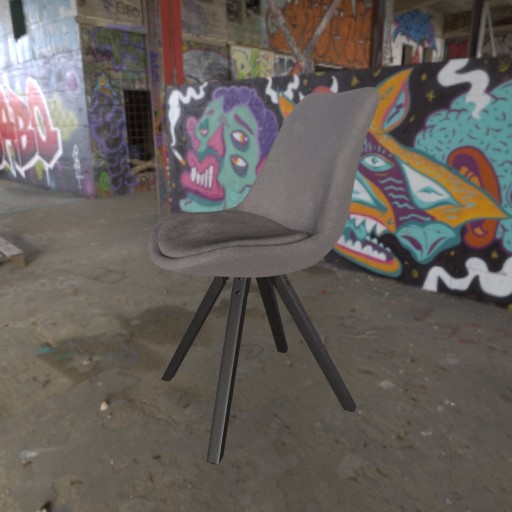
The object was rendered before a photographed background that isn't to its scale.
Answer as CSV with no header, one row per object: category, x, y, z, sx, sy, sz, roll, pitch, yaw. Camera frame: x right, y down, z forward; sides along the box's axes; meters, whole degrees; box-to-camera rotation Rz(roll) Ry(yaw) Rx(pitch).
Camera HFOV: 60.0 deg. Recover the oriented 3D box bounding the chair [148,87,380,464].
chair,0.000,0.000,1.188,0.550,0.850,0.476,-8,18,-26
